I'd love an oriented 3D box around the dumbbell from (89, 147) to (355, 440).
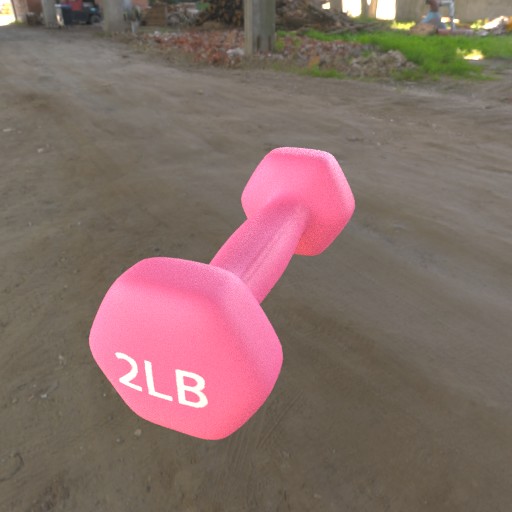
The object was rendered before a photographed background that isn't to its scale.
[{"bbox_3d":[0.000,0.000,0.177,0.058,0.053,0.146,11,31,18],"label":"dumbbell"}]
